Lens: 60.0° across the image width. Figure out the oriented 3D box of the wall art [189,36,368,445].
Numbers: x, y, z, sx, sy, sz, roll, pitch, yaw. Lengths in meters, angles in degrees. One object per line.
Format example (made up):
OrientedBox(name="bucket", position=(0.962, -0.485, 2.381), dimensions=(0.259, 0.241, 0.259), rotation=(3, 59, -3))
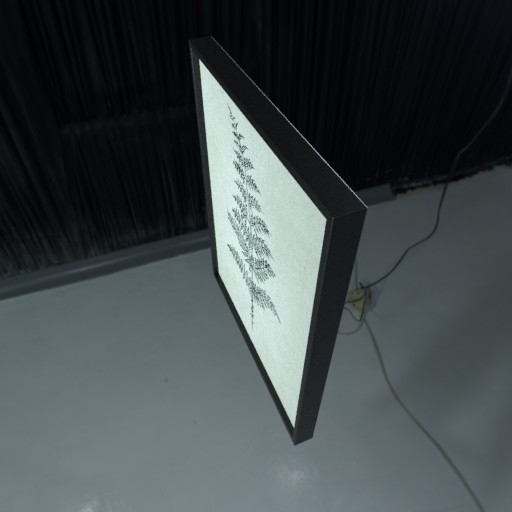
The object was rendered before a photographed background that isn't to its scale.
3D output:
OrientedBox(name="wall art", position=(0.000, 0.000, 0.753), dimensions=(0.039, 0.555, 0.449), rotation=(-17, 49, -15))
